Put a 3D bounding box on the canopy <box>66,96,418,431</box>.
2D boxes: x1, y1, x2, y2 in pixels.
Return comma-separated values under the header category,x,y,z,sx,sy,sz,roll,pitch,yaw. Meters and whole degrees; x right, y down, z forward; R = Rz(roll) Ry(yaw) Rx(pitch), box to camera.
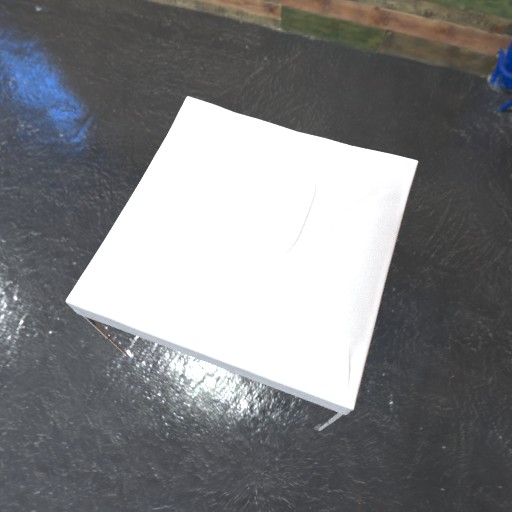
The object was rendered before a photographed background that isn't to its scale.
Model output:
category,x,y,z,sx,sy,sz,roll,pitch,yaw
canopy,0.000,0.000,5.483,2.996,2.997,2.998,18,65,9
